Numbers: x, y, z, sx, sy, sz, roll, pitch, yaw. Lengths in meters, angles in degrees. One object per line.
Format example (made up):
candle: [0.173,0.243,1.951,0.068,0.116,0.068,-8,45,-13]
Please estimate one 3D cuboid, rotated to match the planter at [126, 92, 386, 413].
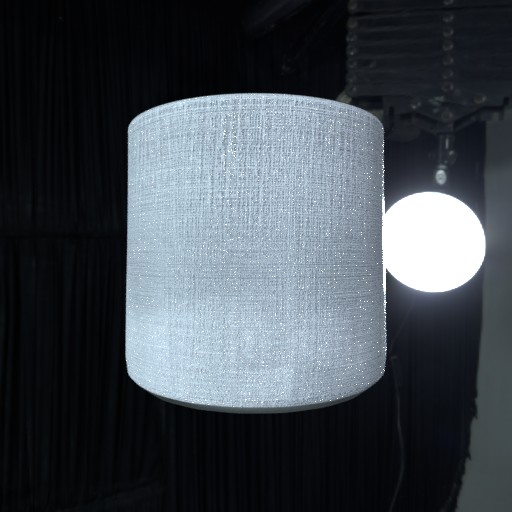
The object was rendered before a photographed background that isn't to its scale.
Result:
planter: [0.000,0.000,0.284,0.160,0.156,0.160,0,0,0]
